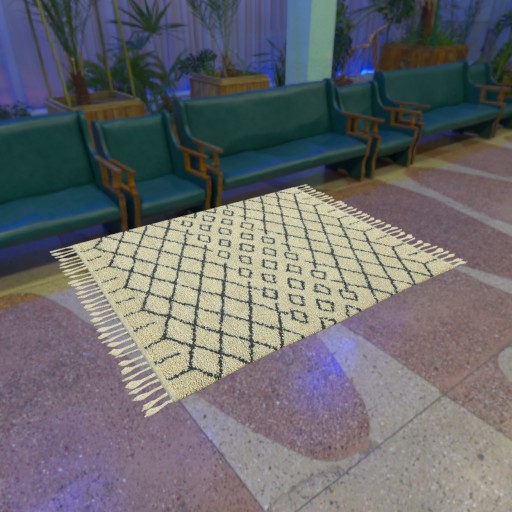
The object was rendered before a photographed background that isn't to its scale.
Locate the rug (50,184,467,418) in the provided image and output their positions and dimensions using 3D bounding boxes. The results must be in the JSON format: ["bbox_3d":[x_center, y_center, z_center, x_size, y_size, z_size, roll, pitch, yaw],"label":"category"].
[{"bbox_3d":[0.000,0.000,4.217,3.213,0.030,2.388,-19,35,-29],"label":"rug"}]
